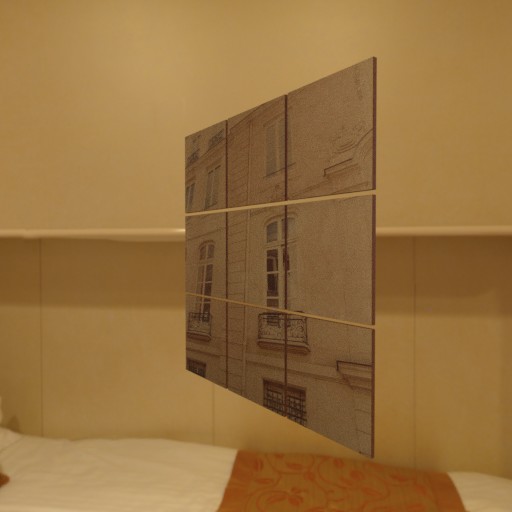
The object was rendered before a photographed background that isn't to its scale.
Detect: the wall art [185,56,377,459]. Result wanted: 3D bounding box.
[{"bbox_3d":[0.000,0.000,1.377,0.018,0.913,0.915,-1,2,-36],"label":"wall art"}]
